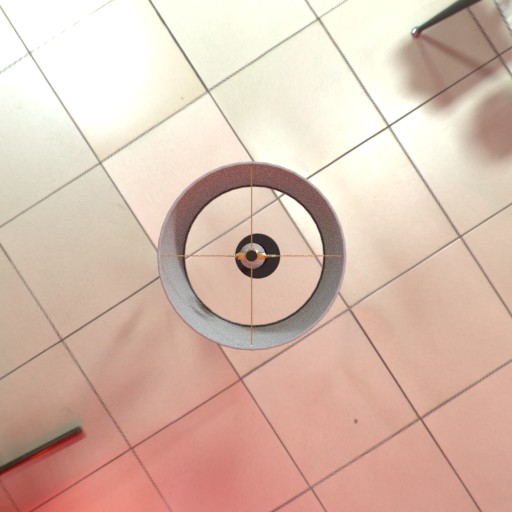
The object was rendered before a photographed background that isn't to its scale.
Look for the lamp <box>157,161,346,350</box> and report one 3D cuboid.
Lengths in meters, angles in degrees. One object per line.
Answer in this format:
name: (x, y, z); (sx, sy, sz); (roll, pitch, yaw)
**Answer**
lamp: (0.000, 0.000, 1.629); (0.381, 1.480, 0.381); (0, 90, 1)
